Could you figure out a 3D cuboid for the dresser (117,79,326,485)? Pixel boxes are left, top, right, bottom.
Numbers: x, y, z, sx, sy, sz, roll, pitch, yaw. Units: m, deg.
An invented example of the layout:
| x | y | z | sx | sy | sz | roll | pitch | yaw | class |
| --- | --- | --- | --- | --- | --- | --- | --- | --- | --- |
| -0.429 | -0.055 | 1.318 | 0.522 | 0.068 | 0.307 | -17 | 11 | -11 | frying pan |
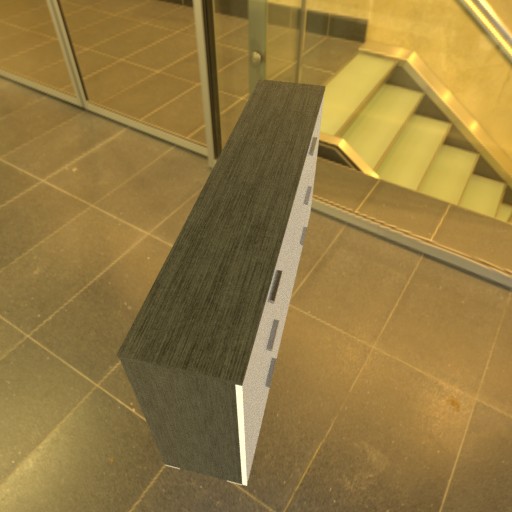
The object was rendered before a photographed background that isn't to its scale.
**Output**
| x | y | z | sx | sy | sz | roll | pitch | yaw | class |
| --- | --- | --- | --- | --- | --- | --- | --- | --- | --- |
| 0.000 | 0.000 | 1.854 | 0.333 | 0.790 | 1.535 | 10 | 47 | 9 | dresser |
